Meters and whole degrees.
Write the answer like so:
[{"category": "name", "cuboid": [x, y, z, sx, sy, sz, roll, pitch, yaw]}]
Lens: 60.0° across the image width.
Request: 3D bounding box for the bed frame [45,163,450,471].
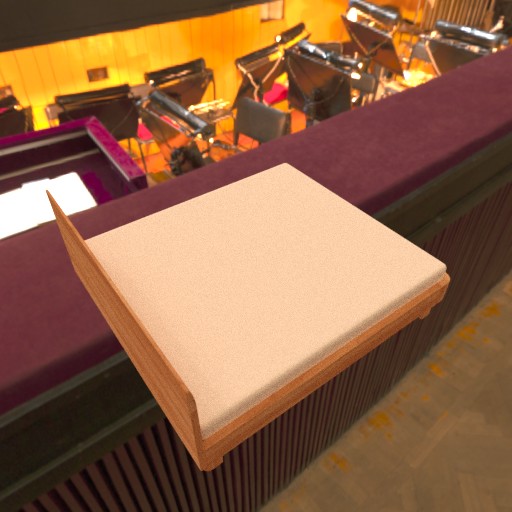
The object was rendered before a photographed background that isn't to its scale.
[{"category": "bed frame", "cuboid": [0.000, 0.000, 3.147, 2.092, 0.940, 1.872, -26, 48, -26]}]
